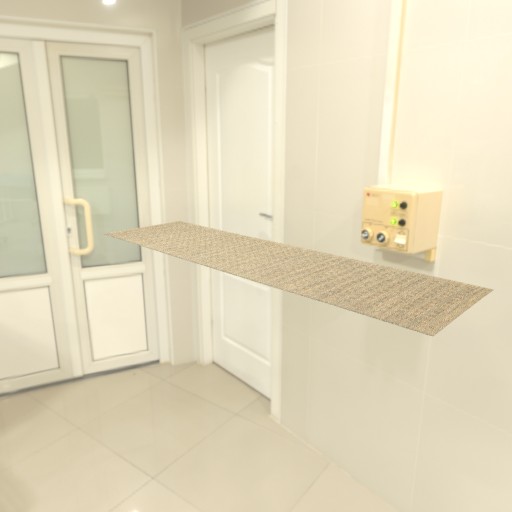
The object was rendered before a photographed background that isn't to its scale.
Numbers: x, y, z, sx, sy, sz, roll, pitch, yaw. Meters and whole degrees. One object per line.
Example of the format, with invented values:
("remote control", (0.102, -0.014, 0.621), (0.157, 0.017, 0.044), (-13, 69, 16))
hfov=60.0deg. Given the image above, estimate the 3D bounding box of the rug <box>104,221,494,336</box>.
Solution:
("rug", (0.000, 0.000, 2.658), (2.437, 0.005, 0.688), (14, 21, 42))
